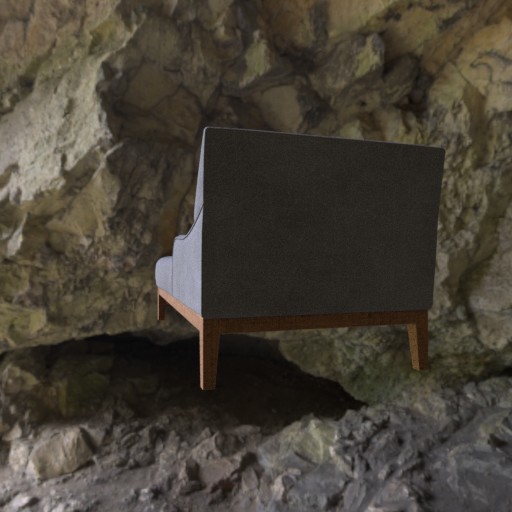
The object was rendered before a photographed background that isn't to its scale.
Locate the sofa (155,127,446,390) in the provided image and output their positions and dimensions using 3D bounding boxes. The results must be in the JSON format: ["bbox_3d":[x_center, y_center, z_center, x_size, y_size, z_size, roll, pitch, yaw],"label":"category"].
[{"bbox_3d":[0.000,0.000,2.306,0.894,0.859,1.779,0,0,-17],"label":"sofa"}]
